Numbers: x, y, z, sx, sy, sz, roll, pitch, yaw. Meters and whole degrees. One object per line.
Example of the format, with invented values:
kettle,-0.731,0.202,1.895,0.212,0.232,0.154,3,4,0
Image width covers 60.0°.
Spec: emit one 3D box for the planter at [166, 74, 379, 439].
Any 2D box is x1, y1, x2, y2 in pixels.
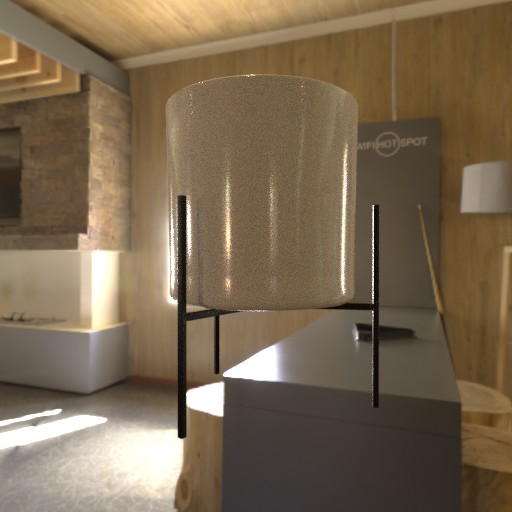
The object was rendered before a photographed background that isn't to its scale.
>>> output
planter,0.000,0.000,0.648,0.307,0.431,0.308,0,1,36
